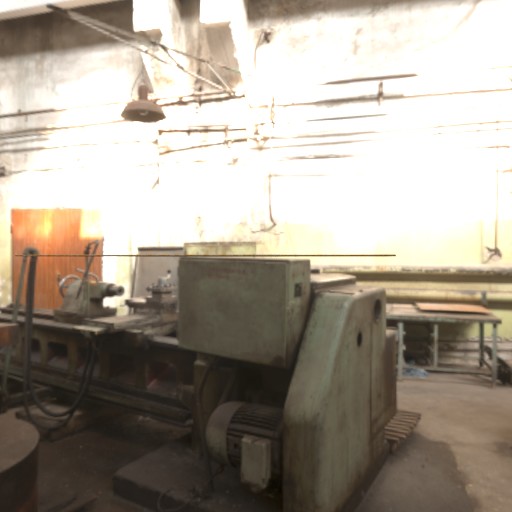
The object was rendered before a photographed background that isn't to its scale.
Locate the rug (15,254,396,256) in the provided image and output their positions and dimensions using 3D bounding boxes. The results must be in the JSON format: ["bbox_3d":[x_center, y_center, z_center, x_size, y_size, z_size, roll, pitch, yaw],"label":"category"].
[{"bbox_3d":[0.000,0.000,4.035,2.433,0.011,3.037,0,0,18],"label":"rug"}]
